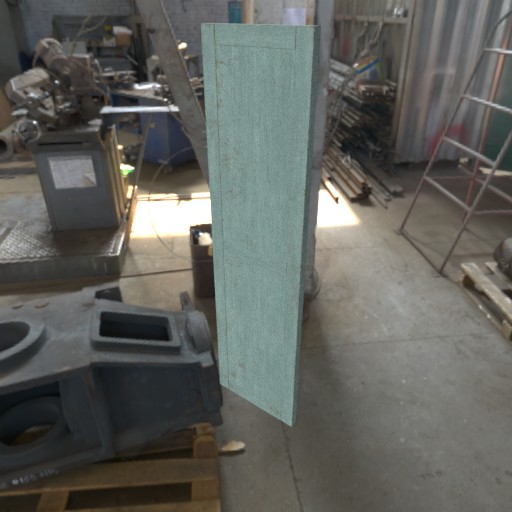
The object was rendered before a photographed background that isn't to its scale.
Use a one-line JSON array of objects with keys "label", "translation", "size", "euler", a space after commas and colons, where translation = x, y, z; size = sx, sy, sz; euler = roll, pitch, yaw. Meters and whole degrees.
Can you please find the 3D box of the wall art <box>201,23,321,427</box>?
[{"label": "wall art", "translation": [0.000, 0.000, 1.316], "size": [0.329, 1.219, 0.025], "euler": [21, 35, 32]}]
